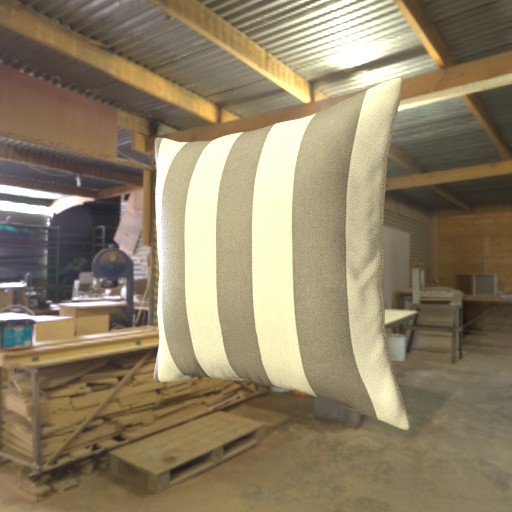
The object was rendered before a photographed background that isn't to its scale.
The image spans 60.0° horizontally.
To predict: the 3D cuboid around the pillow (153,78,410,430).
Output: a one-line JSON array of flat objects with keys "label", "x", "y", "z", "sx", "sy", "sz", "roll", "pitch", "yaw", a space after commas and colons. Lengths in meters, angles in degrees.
[{"label": "pillow", "x": 0.000, "y": 0.000, "z": 0.774, "sx": 0.522, "sy": 0.507, "sz": 0.192, "roll": -1, "pitch": -2, "yaw": 35}]
